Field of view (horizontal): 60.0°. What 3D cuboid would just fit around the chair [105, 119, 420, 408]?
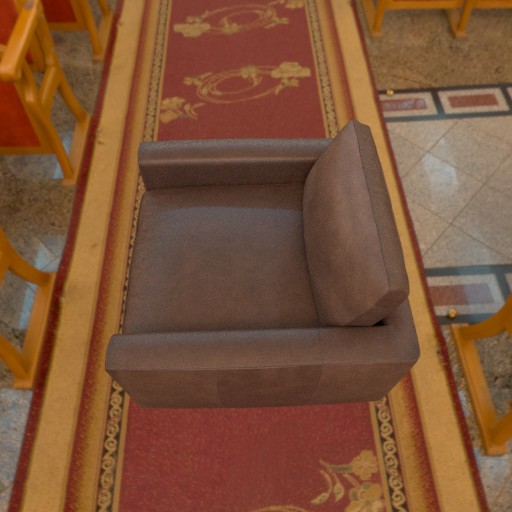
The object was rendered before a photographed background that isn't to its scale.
[{"bbox_3d":[0.000,0.000,1.864,1.069,0.812,1.100,-1,58,-1],"label":"chair"}]
